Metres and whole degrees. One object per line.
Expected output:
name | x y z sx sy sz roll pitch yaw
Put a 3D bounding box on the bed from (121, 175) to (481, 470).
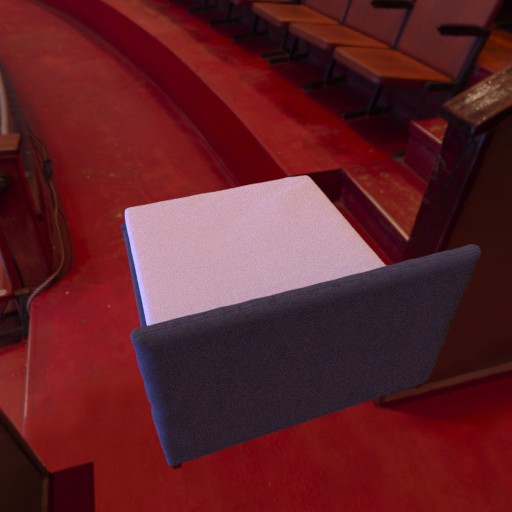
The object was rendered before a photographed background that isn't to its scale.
bed | 0.000 0.000 3.665 2.078 1.427 2.387 -13 43 -14
